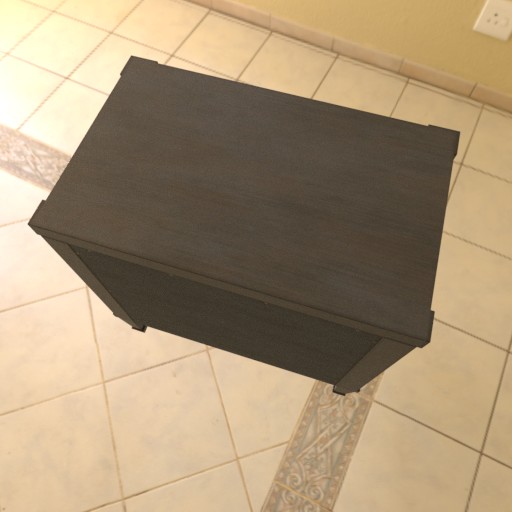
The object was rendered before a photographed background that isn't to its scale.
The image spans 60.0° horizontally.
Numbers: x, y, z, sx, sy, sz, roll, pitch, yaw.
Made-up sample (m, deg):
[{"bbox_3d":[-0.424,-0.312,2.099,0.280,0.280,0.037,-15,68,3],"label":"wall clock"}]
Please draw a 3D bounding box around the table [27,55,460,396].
[{"bbox_3d":[0.000,0.000,1.068,0.660,0.660,0.413,16,66,7],"label":"table"}]
